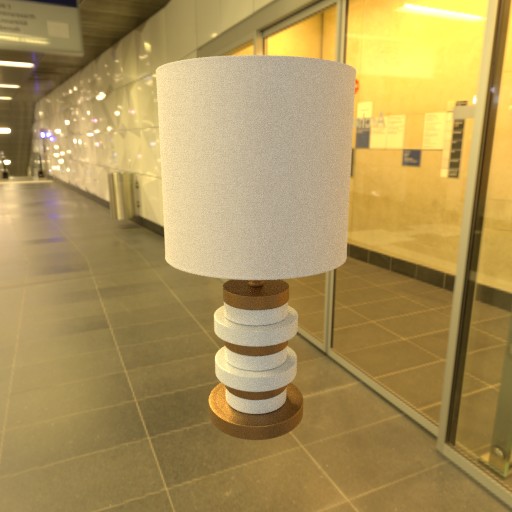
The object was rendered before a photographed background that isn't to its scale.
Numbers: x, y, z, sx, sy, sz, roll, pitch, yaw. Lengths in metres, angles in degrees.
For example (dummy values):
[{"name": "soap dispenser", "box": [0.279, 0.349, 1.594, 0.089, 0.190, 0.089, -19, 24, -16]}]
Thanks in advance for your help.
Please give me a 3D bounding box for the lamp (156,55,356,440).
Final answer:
[{"name": "lamp", "box": [0.000, 0.000, 0.523, 0.210, 0.410, 0.210, -13, 19, -42]}]
